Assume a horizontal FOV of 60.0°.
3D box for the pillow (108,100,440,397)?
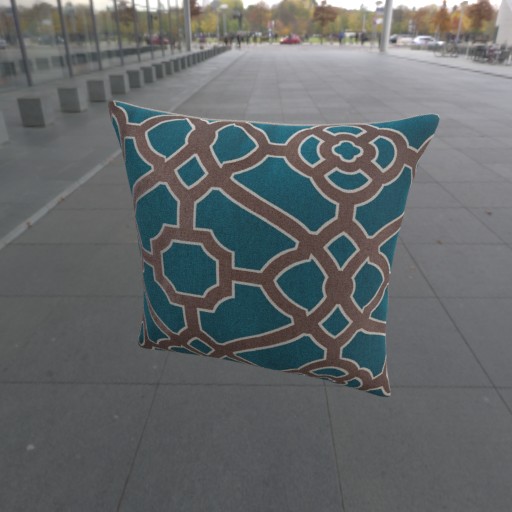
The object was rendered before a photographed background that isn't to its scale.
[{"bbox_3d":[0.000,0.000,0.786,0.526,0.507,0.166,8,28,15],"label":"pillow"}]
